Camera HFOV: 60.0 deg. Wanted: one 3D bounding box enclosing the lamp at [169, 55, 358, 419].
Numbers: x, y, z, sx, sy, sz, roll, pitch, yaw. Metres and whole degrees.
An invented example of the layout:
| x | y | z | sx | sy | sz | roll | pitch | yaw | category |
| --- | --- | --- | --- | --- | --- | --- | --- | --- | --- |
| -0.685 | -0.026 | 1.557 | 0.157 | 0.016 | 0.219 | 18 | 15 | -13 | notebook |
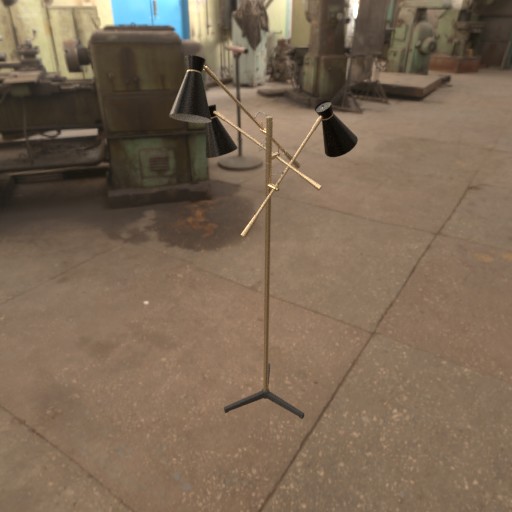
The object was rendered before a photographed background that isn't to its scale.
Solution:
| x | y | z | sx | sy | sz | roll | pitch | yaw | category |
| --- | --- | --- | --- | --- | --- | --- | --- | --- | --- |
| 0.000 | 0.000 | 2.146 | 0.653 | 1.804 | 0.750 | 19 | 35 | 30 | lamp |
